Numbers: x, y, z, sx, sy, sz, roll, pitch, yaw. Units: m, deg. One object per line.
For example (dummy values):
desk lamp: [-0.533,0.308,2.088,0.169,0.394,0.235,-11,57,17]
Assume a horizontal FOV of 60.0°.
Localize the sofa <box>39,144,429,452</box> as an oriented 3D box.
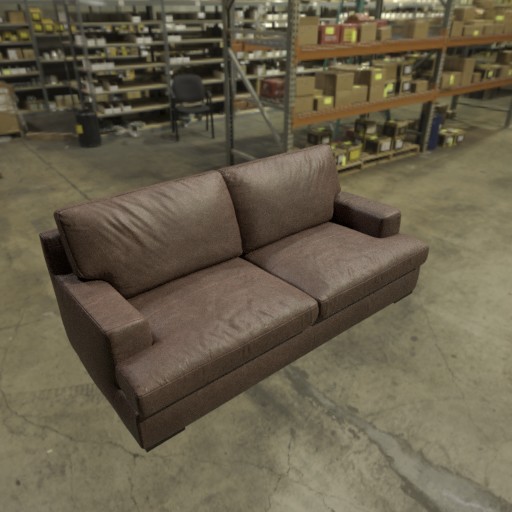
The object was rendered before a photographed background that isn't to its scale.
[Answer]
sofa: [0.000,0.000,2.794,2.261,0.941,1.143,-22,36,-33]
